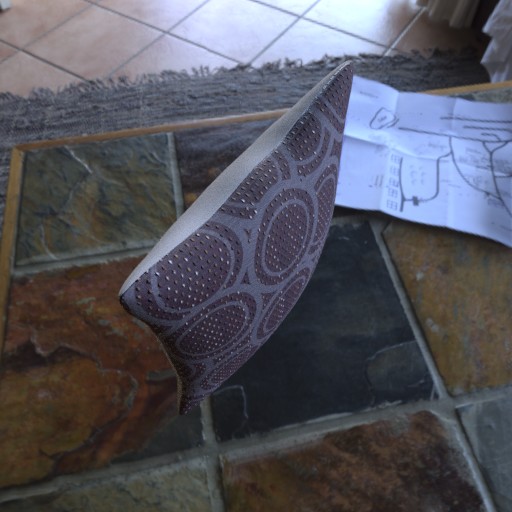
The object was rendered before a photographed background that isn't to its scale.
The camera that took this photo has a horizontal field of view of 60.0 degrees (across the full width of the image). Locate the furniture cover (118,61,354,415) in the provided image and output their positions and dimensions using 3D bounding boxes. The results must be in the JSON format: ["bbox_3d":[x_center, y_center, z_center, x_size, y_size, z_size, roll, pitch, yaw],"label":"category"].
[{"bbox_3d":[0.000,0.000,0.827,0.193,0.509,0.552,30,62,18],"label":"furniture cover"}]
